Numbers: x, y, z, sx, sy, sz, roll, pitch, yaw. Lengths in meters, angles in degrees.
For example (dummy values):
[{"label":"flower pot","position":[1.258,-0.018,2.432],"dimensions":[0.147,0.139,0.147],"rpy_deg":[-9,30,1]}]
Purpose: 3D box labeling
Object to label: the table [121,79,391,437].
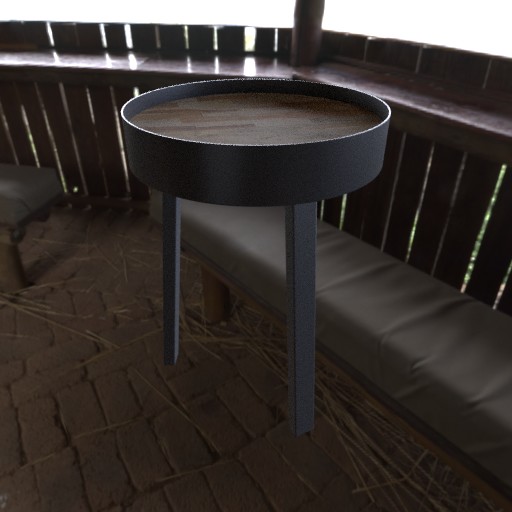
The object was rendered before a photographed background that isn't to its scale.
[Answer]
[{"label":"table","position":[0.000,0.000,0.839],"dimensions":[0.406,0.559,0.406],"rpy_deg":[0,32,0]}]
